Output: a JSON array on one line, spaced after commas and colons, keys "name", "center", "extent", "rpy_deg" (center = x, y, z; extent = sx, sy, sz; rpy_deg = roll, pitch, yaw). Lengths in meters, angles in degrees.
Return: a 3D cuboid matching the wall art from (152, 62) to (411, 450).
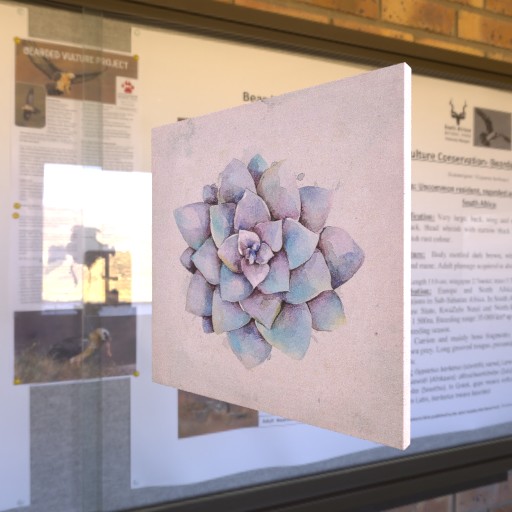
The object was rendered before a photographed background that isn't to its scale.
[{"name": "wall art", "center": [0.000, 0.000, 1.114], "extent": [0.762, 0.762, 0.038], "rpy_deg": [0, 1, 37]}]
